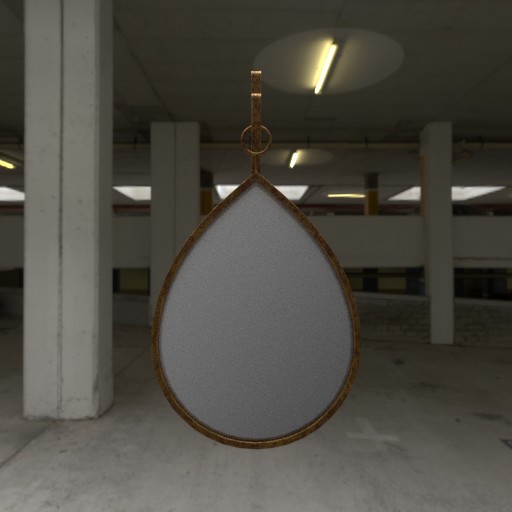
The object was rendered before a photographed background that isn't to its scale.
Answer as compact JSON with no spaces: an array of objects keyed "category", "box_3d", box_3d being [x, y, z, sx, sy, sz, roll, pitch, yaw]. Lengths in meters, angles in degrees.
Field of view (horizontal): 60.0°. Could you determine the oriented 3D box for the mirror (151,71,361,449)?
[{"category":"mirror","box_3d":[0.000,0.000,0.921,0.405,0.744,0.144,0,-1,-1]}]
